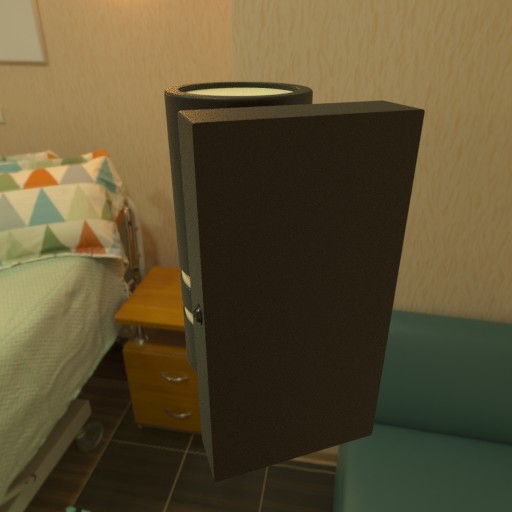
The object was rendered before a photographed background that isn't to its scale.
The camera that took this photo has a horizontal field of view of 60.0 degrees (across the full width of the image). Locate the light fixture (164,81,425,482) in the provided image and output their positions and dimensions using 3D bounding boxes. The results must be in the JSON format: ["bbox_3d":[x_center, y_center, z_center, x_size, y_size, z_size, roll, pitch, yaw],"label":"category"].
[{"bbox_3d":[0.000,0.000,0.258,0.098,0.179,0.138,-9,28,-17],"label":"light fixture"}]
